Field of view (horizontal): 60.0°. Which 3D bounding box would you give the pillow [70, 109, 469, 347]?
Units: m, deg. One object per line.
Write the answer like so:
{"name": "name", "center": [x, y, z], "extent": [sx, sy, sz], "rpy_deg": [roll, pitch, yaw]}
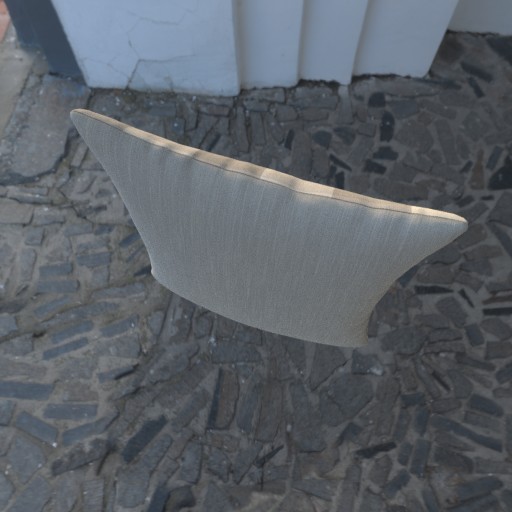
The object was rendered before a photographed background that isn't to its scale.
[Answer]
{"name": "pillow", "center": [0.000, 0.000, 0.763], "extent": [0.511, 0.509, 0.161], "rpy_deg": [18, 65, 8]}
